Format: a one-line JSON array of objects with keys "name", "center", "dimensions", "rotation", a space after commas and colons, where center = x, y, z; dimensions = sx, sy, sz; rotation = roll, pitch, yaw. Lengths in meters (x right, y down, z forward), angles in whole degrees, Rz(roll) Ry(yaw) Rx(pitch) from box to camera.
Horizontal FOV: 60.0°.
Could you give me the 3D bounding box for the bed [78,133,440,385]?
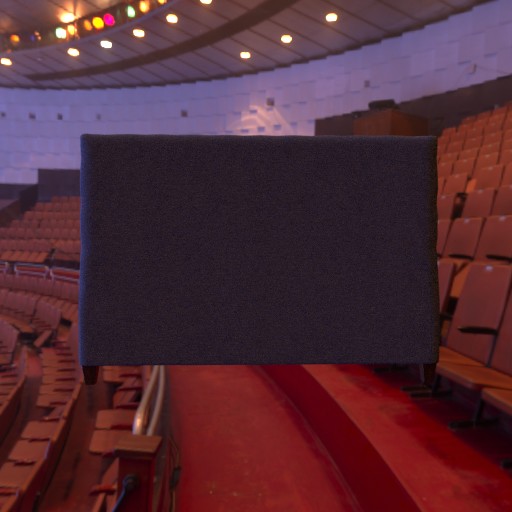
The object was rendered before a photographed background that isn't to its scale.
[{"name": "bed", "center": [0.000, 0.000, 3.691], "dimensions": [2.078, 1.427, 2.387], "rotation": [0, 1, -1]}]
